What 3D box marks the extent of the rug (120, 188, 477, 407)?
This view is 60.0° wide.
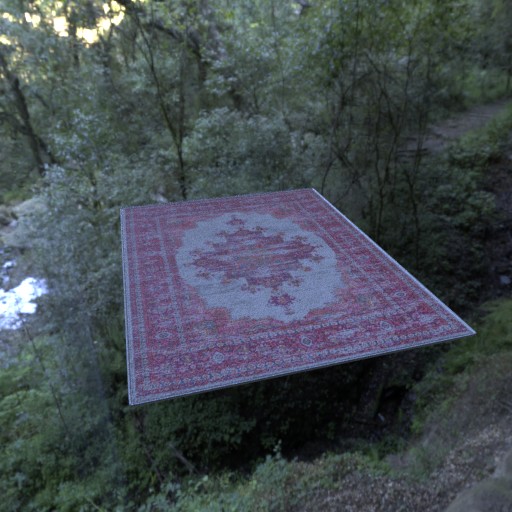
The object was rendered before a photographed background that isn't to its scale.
[{"bbox_3d":[0.000,0.000,4.219,2.447,0.017,3.123,-8,30,-14],"label":"rug"}]
